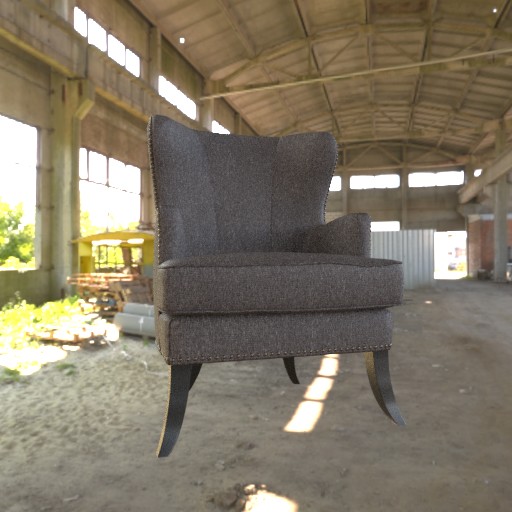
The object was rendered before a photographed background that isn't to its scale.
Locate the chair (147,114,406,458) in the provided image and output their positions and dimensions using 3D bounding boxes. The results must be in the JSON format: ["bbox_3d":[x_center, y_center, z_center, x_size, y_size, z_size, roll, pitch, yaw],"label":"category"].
[{"bbox_3d":[0.000,0.000,1.603,0.759,1.060,0.758,0,-1,-18],"label":"chair"}]
